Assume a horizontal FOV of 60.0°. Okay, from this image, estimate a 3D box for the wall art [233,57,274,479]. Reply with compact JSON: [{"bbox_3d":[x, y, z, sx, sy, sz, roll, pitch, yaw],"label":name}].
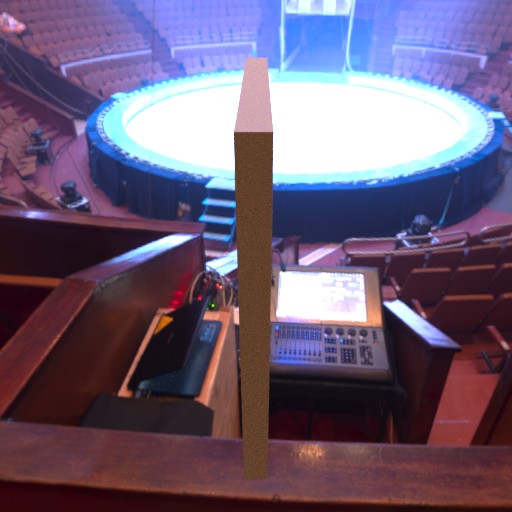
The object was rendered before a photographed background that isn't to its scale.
[{"bbox_3d":[0.000,0.000,0.747,0.039,0.553,0.451,0,32,0],"label":"wall art"}]
